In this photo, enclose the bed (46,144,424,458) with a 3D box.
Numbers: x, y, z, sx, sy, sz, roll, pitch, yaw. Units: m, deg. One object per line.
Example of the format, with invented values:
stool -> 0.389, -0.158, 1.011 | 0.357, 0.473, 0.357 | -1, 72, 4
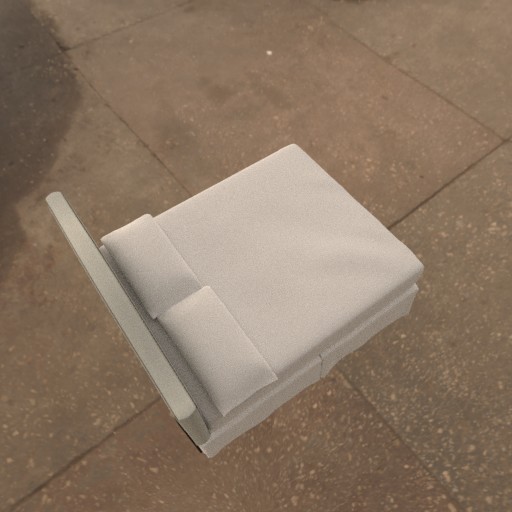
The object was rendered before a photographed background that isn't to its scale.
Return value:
bed -> 0.000, 0.000, 3.363 | 2.180, 1.607, 1.813 | -32, 64, -18
